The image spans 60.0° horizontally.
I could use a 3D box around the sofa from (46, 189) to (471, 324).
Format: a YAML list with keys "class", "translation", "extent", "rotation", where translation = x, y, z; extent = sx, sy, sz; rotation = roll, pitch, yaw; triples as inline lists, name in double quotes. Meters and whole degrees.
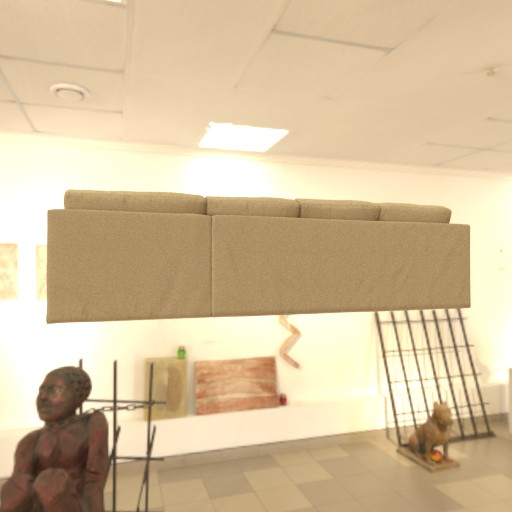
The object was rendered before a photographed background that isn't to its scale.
- class: "sofa"
  translation: [0.000, 0.000, 3.898]
  extent: [3.177, 0.867, 1.622]
  rotation: [0, -1, -18]
